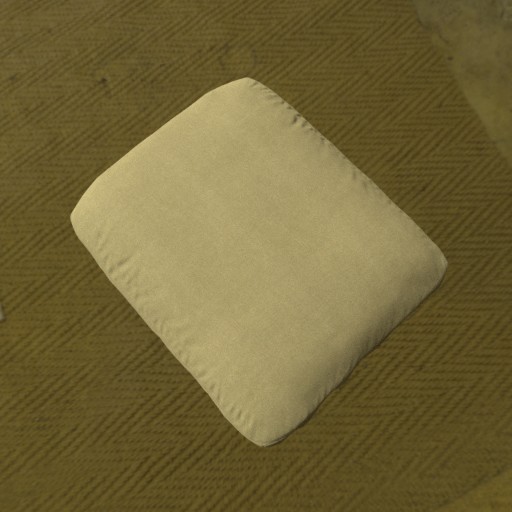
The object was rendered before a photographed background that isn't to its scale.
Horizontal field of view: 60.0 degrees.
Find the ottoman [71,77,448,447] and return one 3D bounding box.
[{"bbox_3d":[0.000,0.000,1.090,0.584,0.480,0.712,-41,79,-10],"label":"ottoman"}]
